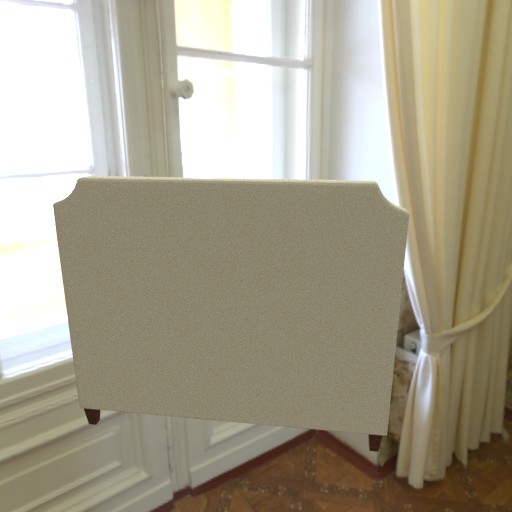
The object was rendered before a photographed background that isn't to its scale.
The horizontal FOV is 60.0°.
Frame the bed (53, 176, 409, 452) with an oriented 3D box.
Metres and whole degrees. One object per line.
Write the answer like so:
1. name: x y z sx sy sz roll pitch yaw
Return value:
1. bed: 0.000 0.000 3.317 1.703 1.415 2.329 2 17 8
